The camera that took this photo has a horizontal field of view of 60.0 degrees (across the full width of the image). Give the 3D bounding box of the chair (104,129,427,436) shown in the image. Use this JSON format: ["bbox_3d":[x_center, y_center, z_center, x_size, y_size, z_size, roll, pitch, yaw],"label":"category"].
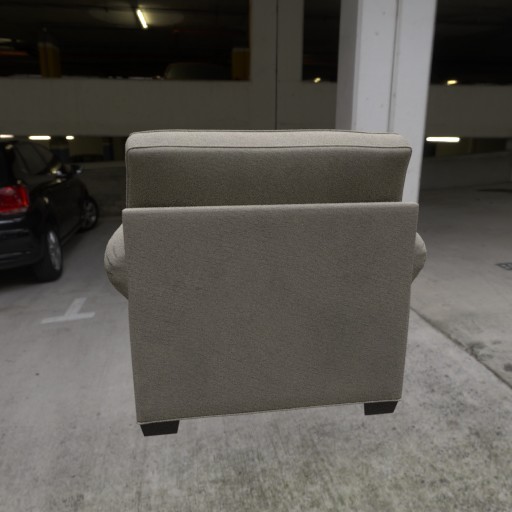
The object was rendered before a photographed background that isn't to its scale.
[{"bbox_3d":[0.000,0.000,1.912,1.147,1.044,0.939,-2,16,-8],"label":"chair"}]
